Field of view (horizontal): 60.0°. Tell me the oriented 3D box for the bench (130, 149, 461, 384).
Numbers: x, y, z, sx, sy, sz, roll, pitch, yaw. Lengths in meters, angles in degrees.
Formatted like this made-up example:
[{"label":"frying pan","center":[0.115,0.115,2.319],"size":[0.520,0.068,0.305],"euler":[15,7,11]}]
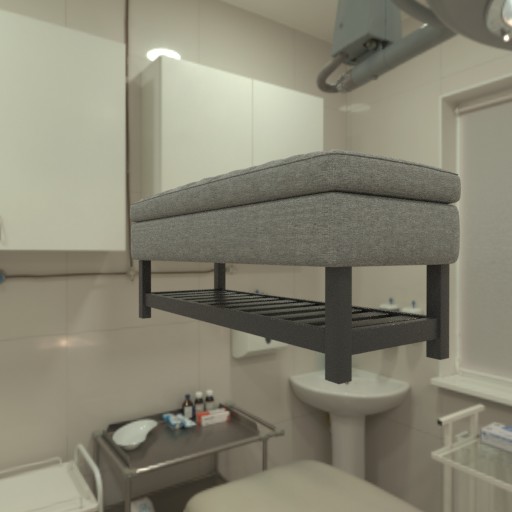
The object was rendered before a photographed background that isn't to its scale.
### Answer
[{"label":"bench","center":[0.000,0.000,1.348],"size":[0.429,0.470,1.100],"euler":[0,1,-35]}]
